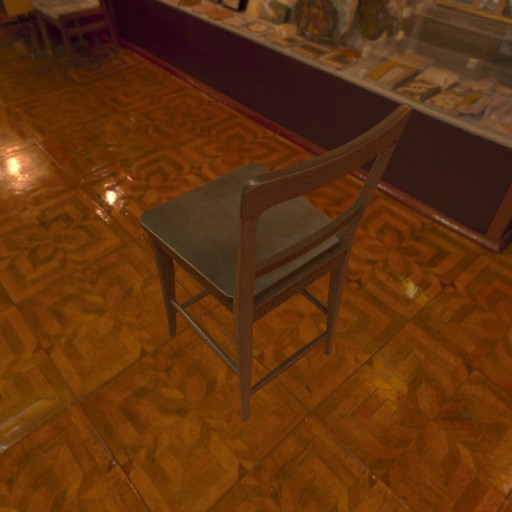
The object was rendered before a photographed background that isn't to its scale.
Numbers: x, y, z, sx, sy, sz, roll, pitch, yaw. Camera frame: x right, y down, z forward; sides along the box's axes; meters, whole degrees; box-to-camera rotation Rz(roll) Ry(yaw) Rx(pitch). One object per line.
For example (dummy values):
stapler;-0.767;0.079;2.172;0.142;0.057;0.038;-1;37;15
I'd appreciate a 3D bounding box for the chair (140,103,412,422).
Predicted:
chair;0.000;0.000;1.285;0.450;0.991;0.546;-31;53;-27
